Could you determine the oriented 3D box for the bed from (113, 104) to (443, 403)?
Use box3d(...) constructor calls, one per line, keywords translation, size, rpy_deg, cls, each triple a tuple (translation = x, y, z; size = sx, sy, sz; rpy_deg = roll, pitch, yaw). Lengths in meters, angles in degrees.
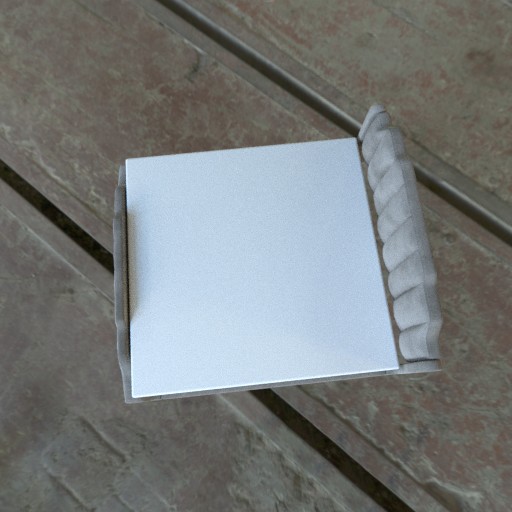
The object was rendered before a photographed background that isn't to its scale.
box3d(translation=(0.000, 0.000, 3.603), size=(2.340, 1.245, 2.074), rpy_deg=(-6, 74, -2), cls="bed")
